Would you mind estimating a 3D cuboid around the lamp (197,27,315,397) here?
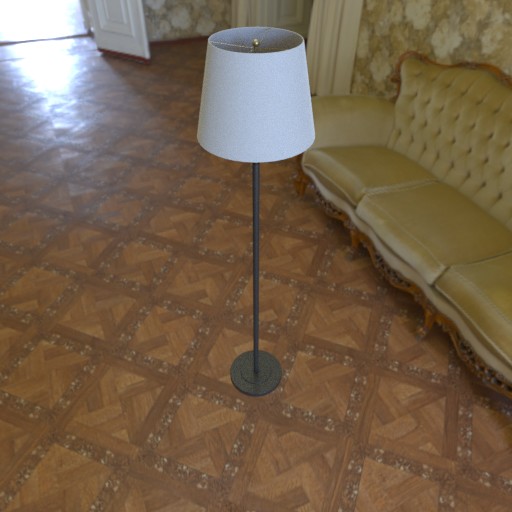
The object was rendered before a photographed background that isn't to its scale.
[{"bbox_3d":[0.000,0.000,1.622,0.348,1.473,0.348,13,42,15],"label":"lamp"}]
